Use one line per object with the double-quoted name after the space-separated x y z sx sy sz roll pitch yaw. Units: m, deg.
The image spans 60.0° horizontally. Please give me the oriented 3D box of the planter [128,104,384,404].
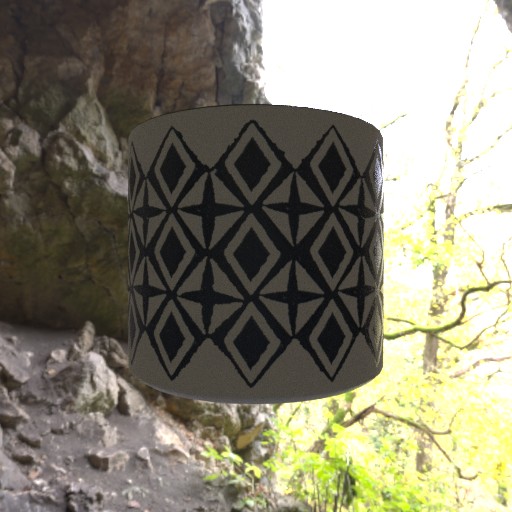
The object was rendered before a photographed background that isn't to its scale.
0.000 0.000 0.327 0.182 0.165 0.182 0 0 0 "planter"
